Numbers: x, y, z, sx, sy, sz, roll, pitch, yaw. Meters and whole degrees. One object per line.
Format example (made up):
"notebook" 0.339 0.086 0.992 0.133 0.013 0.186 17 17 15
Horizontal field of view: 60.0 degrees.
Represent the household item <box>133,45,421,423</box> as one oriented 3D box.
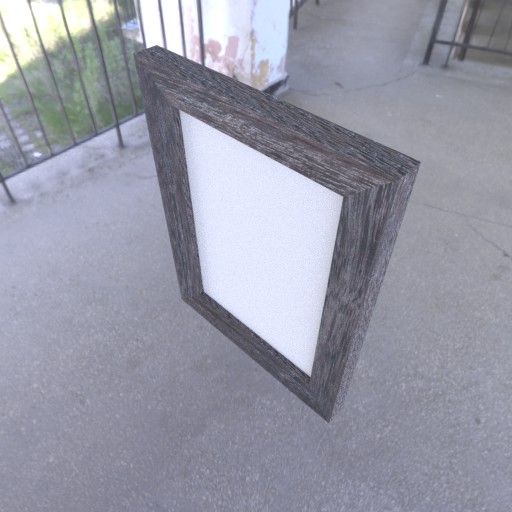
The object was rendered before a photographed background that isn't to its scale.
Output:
"household item" 0.000 0.000 0.277 0.160 0.210 0.020 35 55 28
